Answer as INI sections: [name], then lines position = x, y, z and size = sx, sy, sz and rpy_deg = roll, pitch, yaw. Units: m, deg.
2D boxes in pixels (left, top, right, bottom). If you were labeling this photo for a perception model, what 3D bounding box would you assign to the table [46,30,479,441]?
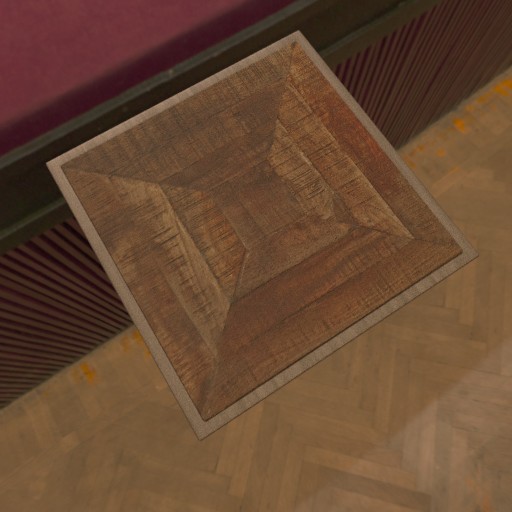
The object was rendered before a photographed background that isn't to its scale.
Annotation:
[table]
position = 0.000, 0.000, 0.868
size = 0.449, 0.500, 0.450
rpy_deg = -31, 76, -9
